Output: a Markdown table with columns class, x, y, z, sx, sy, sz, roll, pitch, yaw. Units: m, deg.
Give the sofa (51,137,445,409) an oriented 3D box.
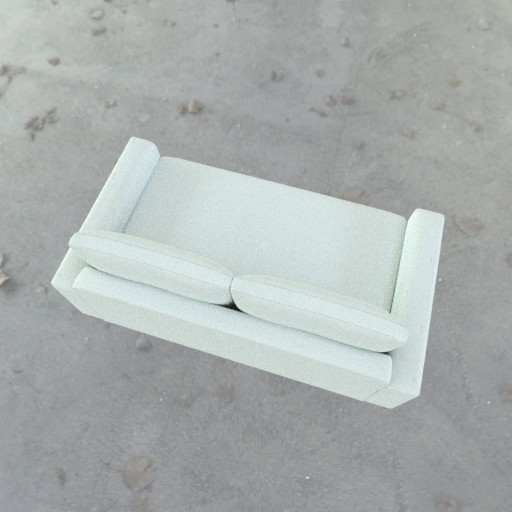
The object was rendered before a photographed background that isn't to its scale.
| class | x | y | z | sx | sy | sz | roll | pitch | yaw |
| --- | --- | --- | --- | --- | --- | --- | --- | --- | --- |
| sofa | 0.000 | 0.000 | 2.154 | 1.650 | 0.790 | 0.920 | 16 | 65 | 7 |
